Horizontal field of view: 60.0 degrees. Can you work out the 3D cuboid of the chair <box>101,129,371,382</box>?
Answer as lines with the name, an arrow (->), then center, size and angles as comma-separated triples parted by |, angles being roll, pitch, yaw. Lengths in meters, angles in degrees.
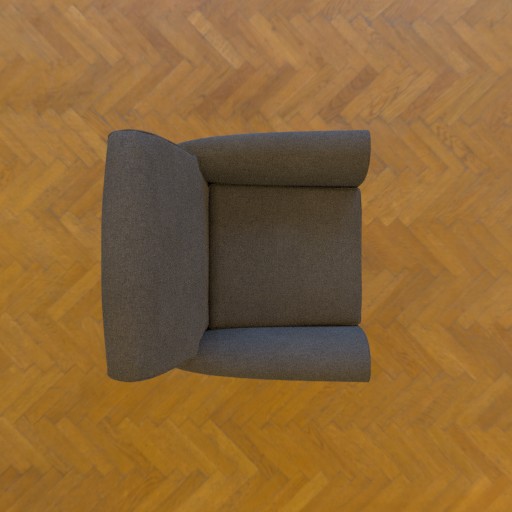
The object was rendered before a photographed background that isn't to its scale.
chair -> 0.000, 0.000, 1.776 | 0.905, 1.061, 0.978 | 0, 90, -1
